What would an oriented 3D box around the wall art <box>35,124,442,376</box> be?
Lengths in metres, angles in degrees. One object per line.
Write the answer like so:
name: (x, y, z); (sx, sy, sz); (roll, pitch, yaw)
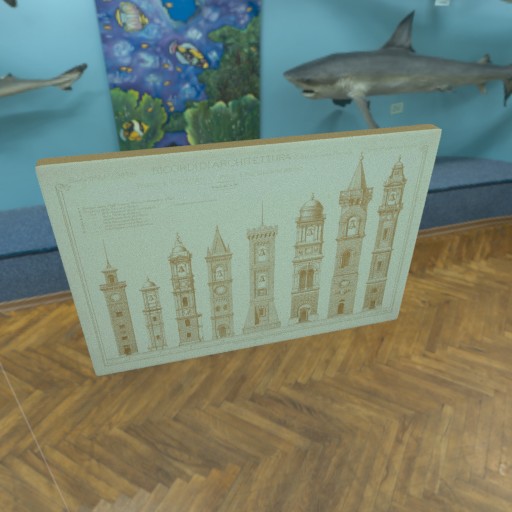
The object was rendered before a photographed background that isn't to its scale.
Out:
wall art: (0.000, 0.000, 0.480); (0.380, 0.254, 0.019); (-8, 35, -12)
